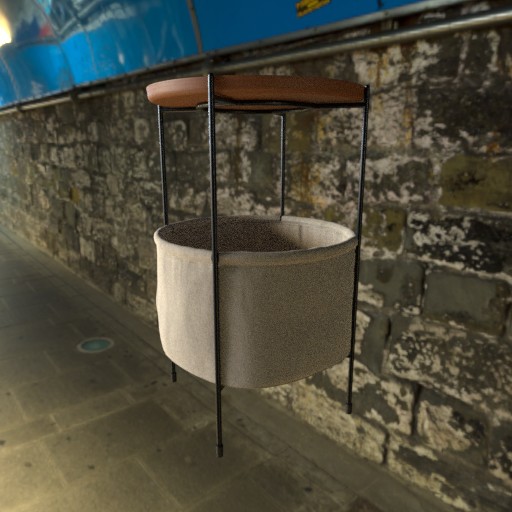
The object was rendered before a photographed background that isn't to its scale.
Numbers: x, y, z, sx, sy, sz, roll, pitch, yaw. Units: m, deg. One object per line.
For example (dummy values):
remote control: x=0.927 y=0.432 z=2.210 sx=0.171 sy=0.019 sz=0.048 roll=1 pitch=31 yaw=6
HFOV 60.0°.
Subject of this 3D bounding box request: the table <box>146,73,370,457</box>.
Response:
table: x=0.000 y=0.000 z=0.880 sx=0.393 sy=0.623 sz=0.393 roll=-7 pitch=16 yaw=-26
